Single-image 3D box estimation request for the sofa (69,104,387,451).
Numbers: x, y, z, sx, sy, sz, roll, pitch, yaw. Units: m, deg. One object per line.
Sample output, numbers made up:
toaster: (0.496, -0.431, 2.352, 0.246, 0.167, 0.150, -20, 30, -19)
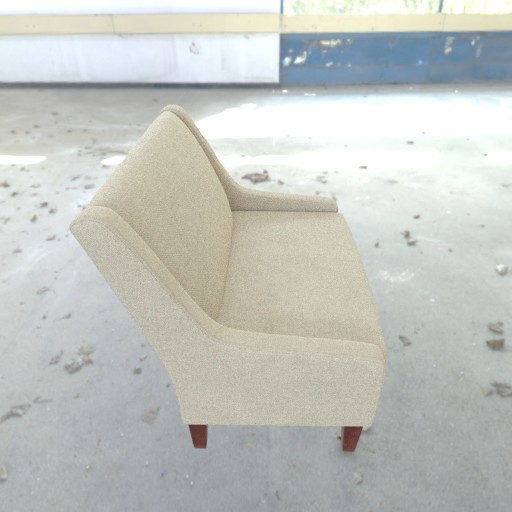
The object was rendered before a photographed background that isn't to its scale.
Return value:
sofa: (0.000, 0.000, 1.878, 0.946, 0.976, 1.212, 1, 32, 1)
